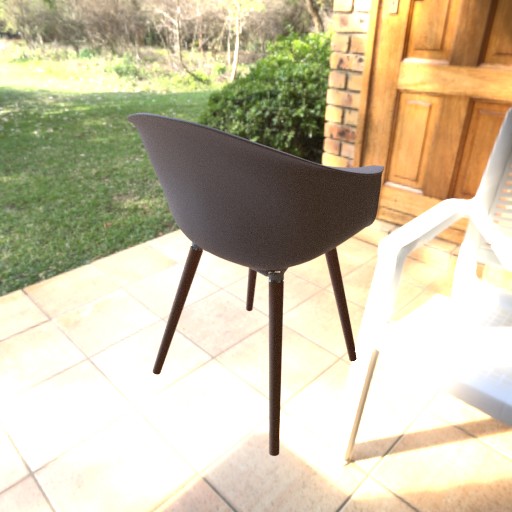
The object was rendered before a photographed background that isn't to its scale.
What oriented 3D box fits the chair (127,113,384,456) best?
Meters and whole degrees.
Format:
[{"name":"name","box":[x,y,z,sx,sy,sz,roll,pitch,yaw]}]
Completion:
[{"name":"chair","box":[0.000,0.000,1.145,0.593,0.781,0.504,22,36,33]}]
